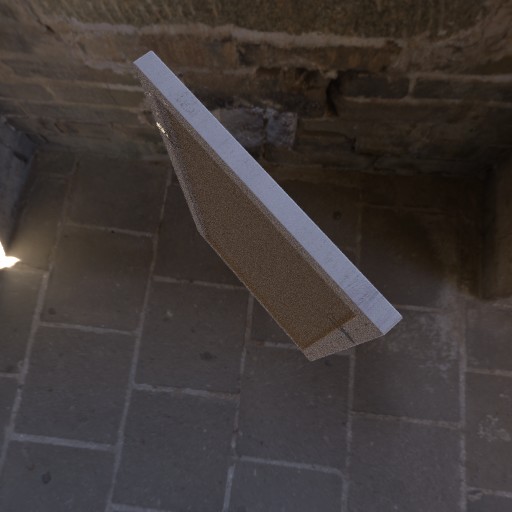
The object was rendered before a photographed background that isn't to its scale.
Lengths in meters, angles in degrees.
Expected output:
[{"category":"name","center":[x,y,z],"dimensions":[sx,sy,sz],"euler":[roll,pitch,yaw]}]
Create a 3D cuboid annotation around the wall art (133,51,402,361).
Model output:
[{"category":"wall art","center":[0.000,0.000,1.159],"dimensions":[0.043,0.914,0.624],"euler":[-39,78,-10]}]
